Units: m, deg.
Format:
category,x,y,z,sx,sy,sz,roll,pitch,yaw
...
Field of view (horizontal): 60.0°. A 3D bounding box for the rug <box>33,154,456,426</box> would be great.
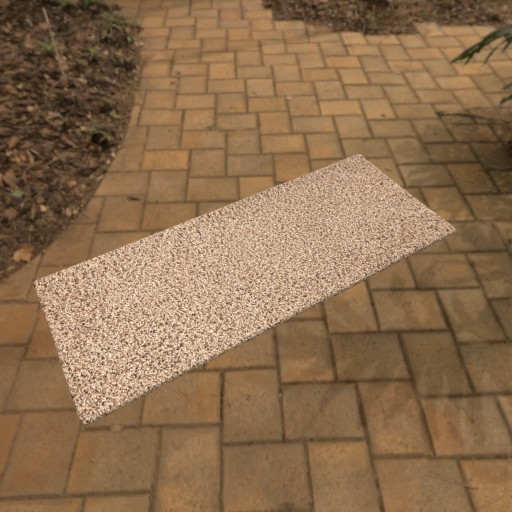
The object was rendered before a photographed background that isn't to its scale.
category,x,y,z,sx,sy,sz,roll,pitch,yaw
rug,0.000,0.000,1.698,1.524,0.030,0.609,-24,52,-20
